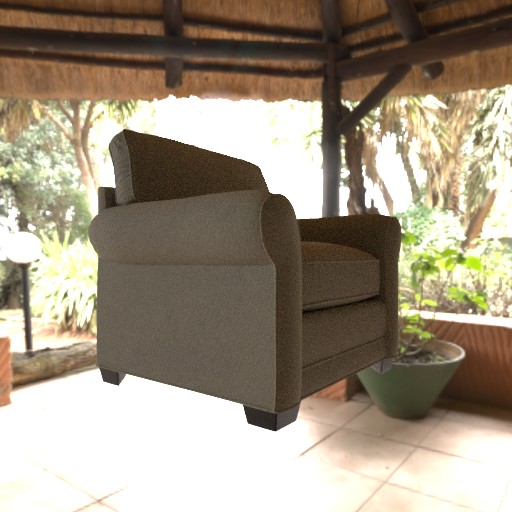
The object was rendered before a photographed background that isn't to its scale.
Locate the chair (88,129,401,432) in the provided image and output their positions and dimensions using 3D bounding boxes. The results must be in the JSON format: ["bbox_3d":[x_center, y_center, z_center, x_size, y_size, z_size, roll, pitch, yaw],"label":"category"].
[{"bbox_3d":[0.000,0.000,1.936,0.939,1.044,1.147,0,0,37],"label":"chair"}]
